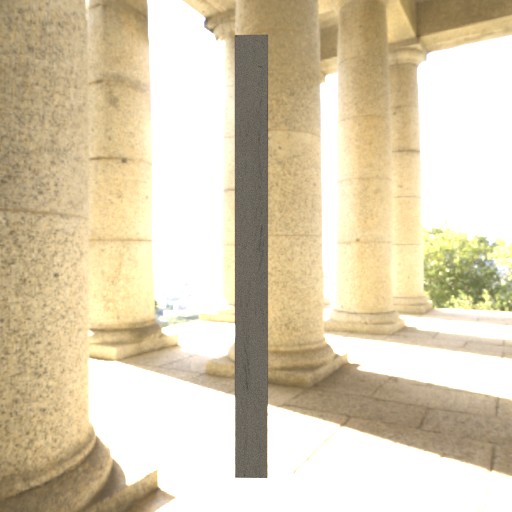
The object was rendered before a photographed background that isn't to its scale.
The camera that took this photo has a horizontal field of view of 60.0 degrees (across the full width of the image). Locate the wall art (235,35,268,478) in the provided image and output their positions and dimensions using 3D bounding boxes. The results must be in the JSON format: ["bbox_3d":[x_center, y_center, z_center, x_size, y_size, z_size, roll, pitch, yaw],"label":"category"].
[{"bbox_3d":[0.000,0.000,0.761,0.038,0.508,0.508,0,0,1],"label":"wall art"}]
